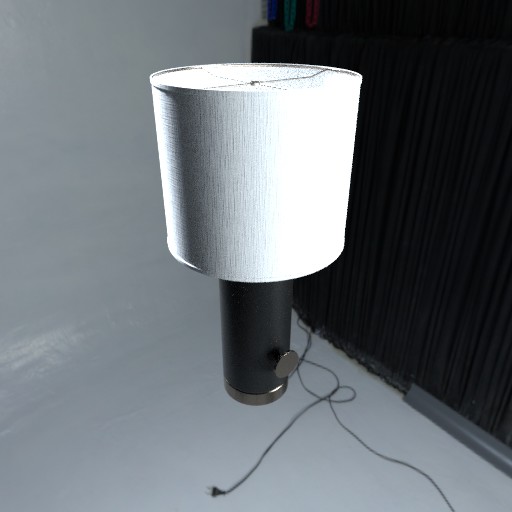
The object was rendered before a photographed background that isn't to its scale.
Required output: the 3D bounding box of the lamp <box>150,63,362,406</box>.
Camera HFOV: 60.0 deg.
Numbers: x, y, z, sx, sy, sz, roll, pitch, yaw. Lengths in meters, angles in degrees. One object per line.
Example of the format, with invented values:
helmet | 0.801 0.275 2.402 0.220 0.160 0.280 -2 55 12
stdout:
lamp | 0.000 0.000 0.631 0.241 0.482 0.240 -21 35 -32
